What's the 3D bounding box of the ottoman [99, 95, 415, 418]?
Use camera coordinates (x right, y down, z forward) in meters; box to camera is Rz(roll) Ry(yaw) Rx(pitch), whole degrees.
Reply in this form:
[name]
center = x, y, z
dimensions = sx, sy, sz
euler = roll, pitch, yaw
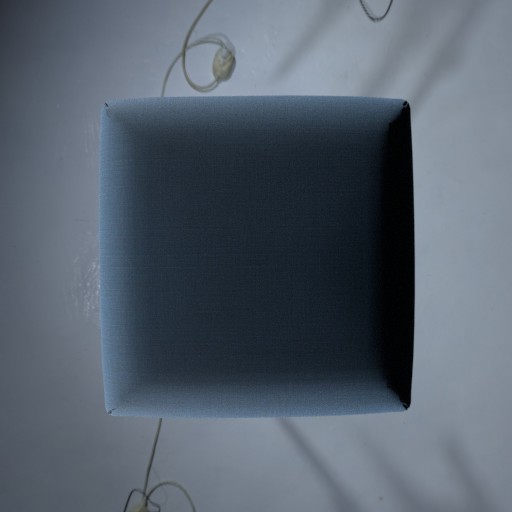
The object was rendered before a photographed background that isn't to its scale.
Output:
[ottoman]
center = 0.000, 0.000, 0.881
dimensions = 0.497, 0.475, 0.507
euler = 0, 91, -1
